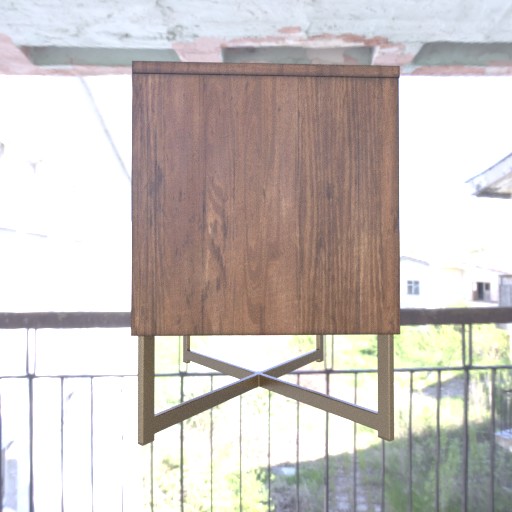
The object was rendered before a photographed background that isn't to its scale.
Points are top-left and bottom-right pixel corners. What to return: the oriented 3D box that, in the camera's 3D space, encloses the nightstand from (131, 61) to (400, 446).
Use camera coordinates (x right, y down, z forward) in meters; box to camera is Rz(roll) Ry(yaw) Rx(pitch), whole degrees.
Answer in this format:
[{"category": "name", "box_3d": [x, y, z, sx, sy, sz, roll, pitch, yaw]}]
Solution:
[{"category": "nightstand", "box_3d": [0.000, 0.000, 1.012, 0.446, 0.610, 0.610, 0, -1, -2]}]
